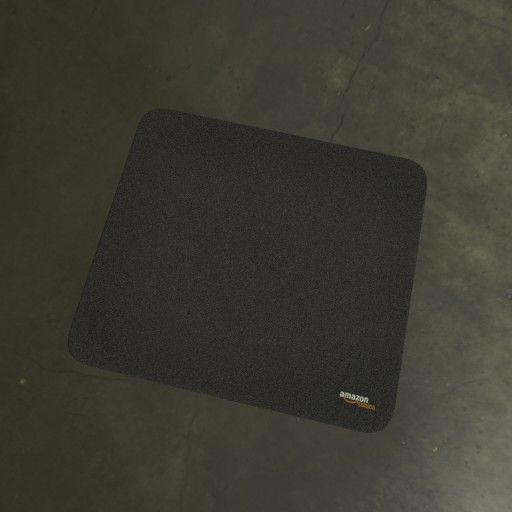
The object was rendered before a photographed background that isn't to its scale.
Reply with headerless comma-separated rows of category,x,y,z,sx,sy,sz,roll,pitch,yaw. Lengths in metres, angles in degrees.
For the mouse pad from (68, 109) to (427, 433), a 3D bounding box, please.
mouse pad,0.000,0.000,0.323,0.229,0.003,0.203,13,76,3
